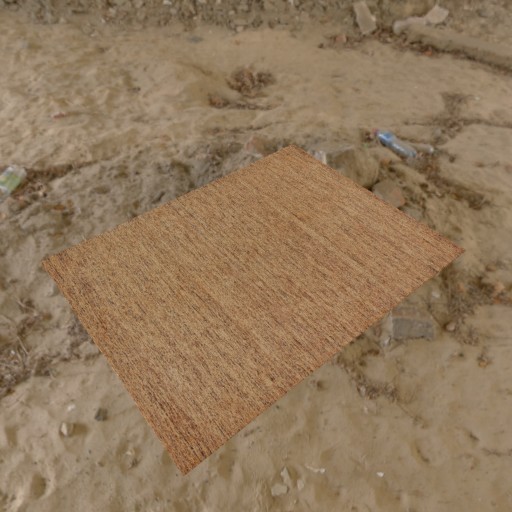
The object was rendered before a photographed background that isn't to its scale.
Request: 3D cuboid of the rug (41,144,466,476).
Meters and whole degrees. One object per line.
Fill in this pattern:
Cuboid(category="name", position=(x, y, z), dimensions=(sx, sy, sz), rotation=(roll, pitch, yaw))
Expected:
Cuboid(category="rug", position=(0.000, 0.000, 4.185), dimensions=(3.200, 0.012, 2.438), rotation=(-30, 53, -26))
